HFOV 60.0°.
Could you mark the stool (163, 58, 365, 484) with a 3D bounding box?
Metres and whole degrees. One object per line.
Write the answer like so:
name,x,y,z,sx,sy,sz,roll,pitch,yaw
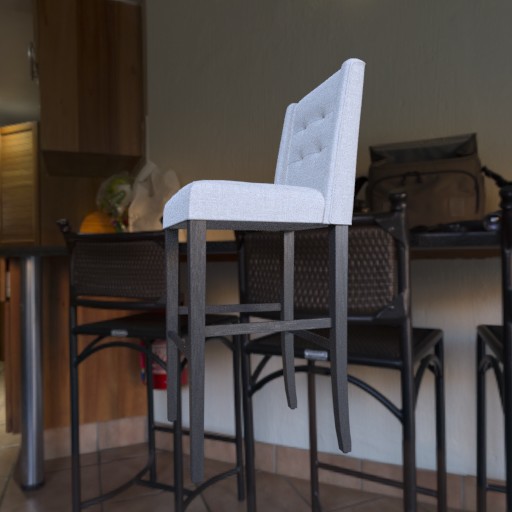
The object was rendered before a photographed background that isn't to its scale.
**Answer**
stool,0.000,0.000,1.366,0.509,1.116,0.474,0,1,-19
